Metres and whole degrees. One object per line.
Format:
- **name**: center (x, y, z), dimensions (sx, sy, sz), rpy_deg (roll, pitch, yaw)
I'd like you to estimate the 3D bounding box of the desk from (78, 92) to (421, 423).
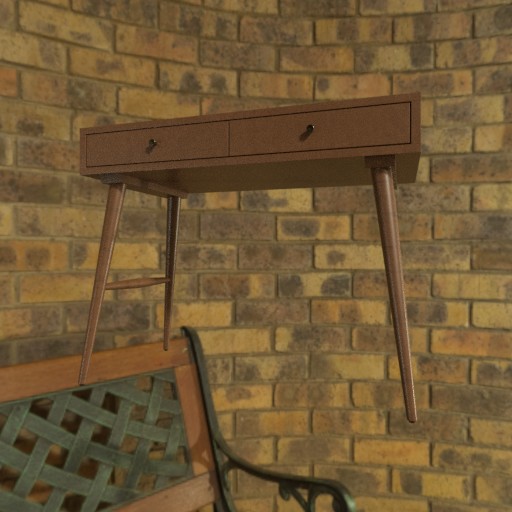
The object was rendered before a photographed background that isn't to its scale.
- **desk**: center (0.000, 0.000, 1.386), dimensions (0.949, 0.758, 0.510), rpy_deg (0, 0, 18)
